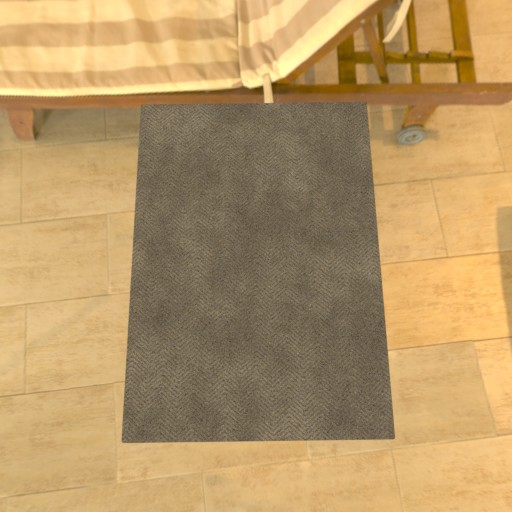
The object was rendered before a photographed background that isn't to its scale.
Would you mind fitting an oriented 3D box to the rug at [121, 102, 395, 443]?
[{"bbox_3d":[0.000,0.000,2.868,1.600,0.008,2.235,-1,76,0],"label":"rug"}]
